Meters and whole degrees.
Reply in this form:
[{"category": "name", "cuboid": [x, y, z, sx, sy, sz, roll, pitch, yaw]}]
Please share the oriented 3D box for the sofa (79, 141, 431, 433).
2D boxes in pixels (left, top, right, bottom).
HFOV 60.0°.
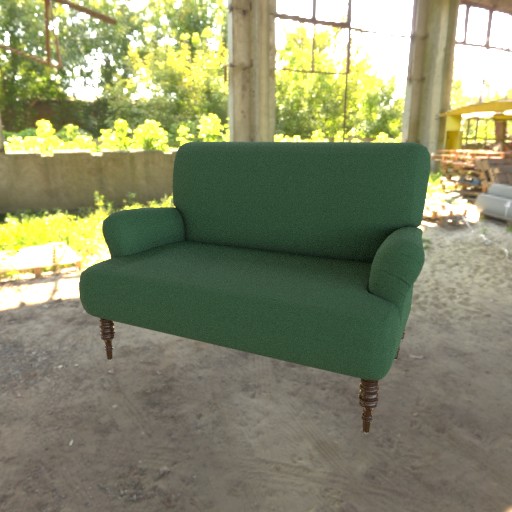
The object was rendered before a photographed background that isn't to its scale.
[{"category": "sofa", "cuboid": [0.000, 0.000, 1.789, 1.297, 0.889, 0.779, 7, 16, 25]}]
